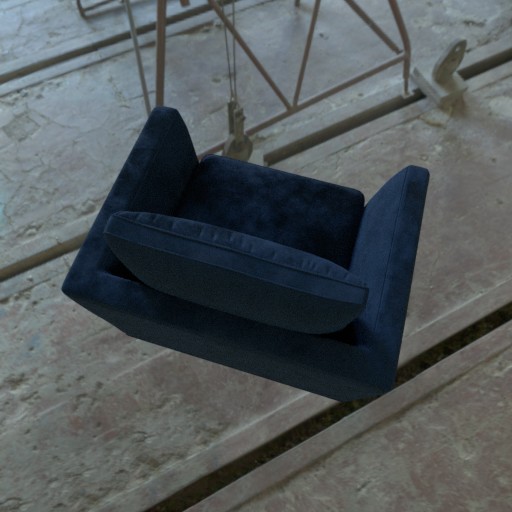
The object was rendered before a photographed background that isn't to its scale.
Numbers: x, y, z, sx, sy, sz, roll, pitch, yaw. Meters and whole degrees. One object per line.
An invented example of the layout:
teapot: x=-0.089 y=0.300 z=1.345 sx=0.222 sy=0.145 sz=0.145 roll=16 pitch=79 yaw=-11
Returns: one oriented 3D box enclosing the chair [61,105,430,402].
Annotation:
chair: x=0.000 y=0.000 z=1.558 sx=0.977 sy=0.893 sz=0.746 roll=15 pitch=66 yaw=7
